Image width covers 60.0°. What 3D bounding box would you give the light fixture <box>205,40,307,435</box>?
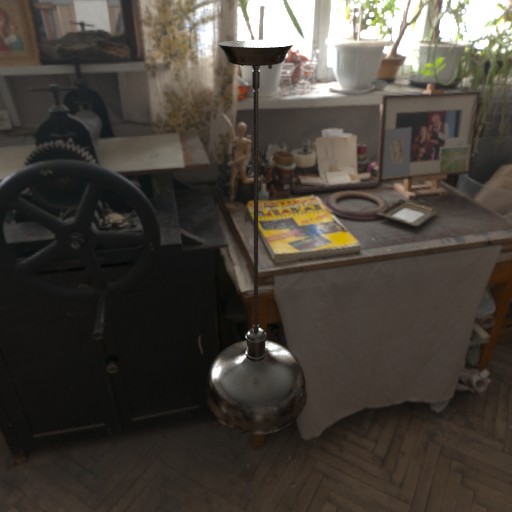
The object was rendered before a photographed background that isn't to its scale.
[{"bbox_3d":[0.000,0.000,1.077,0.299,0.935,0.299,21,36,31],"label":"light fixture"}]
